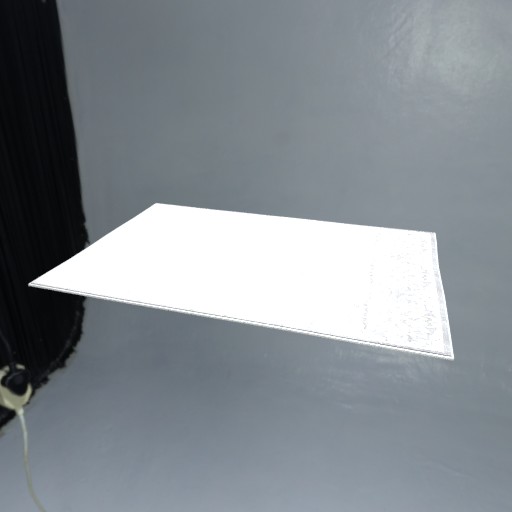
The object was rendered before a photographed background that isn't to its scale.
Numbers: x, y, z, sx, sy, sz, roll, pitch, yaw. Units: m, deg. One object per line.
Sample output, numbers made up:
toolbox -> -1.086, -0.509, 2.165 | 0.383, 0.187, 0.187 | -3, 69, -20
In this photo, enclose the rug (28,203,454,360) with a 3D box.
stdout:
rug -> 0.000, 0.000, 3.483 | 2.746, 0.018, 1.819 | 8, 27, 15
